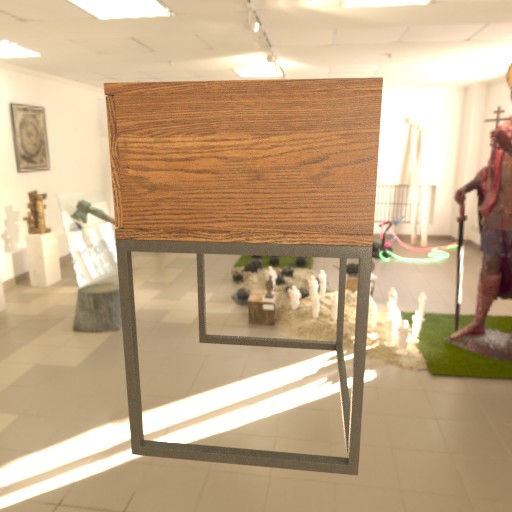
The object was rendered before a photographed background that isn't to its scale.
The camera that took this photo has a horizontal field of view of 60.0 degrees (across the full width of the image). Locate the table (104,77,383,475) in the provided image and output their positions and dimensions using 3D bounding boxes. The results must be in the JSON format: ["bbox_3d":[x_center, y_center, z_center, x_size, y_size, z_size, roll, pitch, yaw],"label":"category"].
[{"bbox_3d":[0.000,0.000,0.909,0.400,0.610,0.482,2,14,7],"label":"table"}]
